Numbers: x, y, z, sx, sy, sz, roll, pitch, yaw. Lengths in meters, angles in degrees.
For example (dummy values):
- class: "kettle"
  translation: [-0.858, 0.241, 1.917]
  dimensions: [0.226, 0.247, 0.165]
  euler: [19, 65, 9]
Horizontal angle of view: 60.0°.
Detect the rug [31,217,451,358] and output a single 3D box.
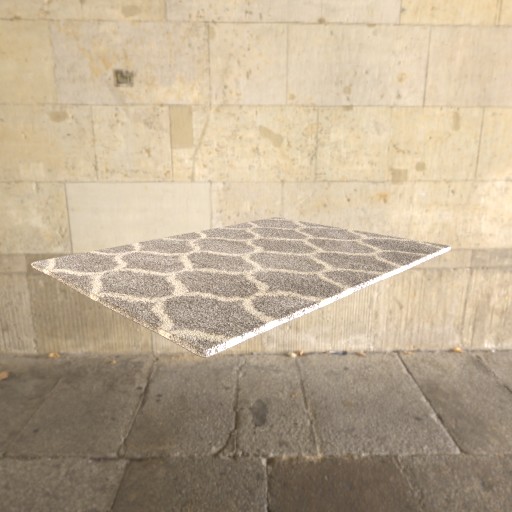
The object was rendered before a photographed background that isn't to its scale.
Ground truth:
- class: "rug"
  translation: [0.000, 0.000, 2.083]
  dimensions: [1.200, 0.025, 1.600]
  euler: [14, 21, 43]
